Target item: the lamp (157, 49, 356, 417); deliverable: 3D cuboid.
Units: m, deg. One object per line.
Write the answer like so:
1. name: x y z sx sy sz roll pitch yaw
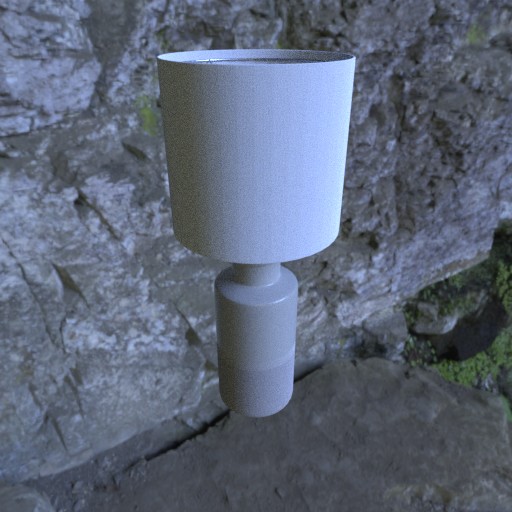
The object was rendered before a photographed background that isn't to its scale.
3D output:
1. lamp: 0.000 0.000 0.597 0.212 0.493 0.212 -19 33 -31
